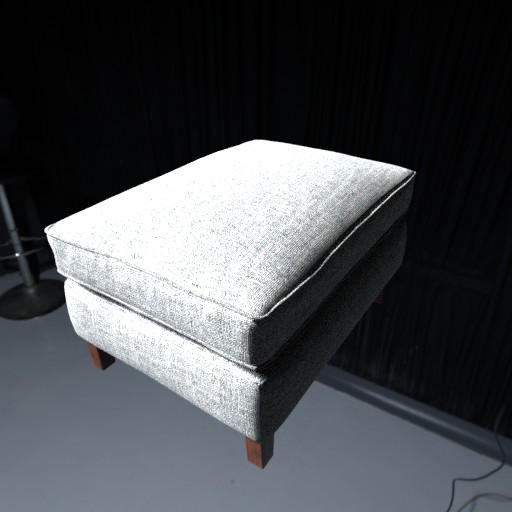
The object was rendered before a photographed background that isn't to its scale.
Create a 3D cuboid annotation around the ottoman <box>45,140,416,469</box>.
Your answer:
[{"bbox_3d":[0.000,0.000,0.982,0.508,0.406,0.686,19,36,29],"label":"ottoman"}]
